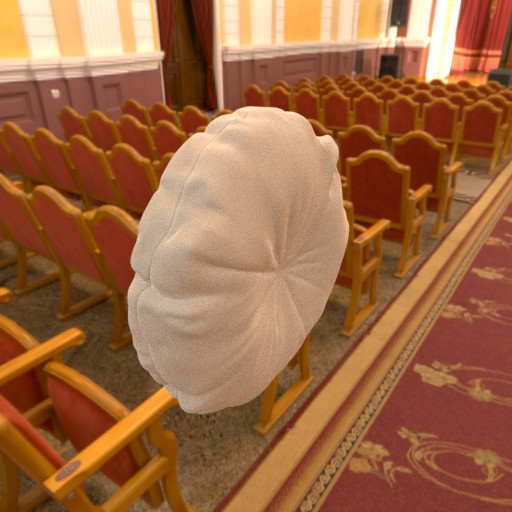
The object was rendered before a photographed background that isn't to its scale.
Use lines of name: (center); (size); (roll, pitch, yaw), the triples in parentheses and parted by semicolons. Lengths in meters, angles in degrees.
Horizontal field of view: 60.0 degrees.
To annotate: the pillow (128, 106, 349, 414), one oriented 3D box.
pillow: (0.000, 0.000, 0.638); (0.148, 0.407, 0.428); (19, 33, 31)
